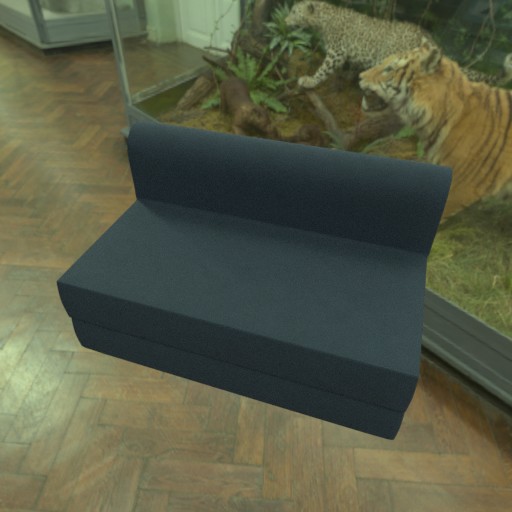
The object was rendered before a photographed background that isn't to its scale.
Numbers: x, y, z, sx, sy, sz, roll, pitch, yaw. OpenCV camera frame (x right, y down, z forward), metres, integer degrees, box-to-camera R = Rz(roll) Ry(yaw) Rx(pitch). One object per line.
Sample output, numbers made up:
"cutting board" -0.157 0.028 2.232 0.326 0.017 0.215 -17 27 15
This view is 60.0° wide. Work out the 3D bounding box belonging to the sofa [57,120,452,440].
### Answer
"sofa" 0.000 0.000 1.648 1.219 0.660 0.762 12 42 14
